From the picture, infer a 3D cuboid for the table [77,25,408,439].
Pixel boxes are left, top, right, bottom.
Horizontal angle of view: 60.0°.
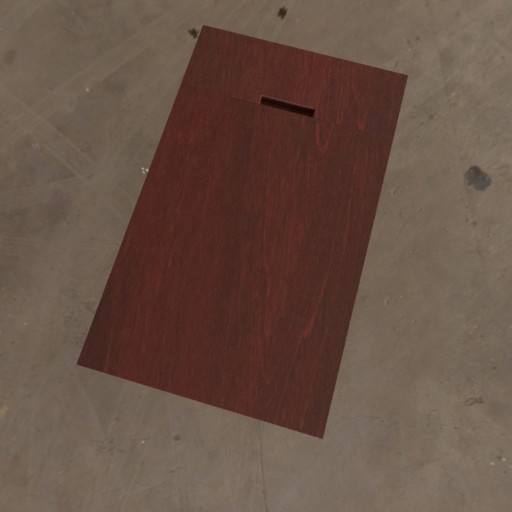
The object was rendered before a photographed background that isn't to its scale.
[{"bbox_3d":[0.000,0.000,0.972,0.356,0.612,0.584,16,77,4],"label":"table"}]
